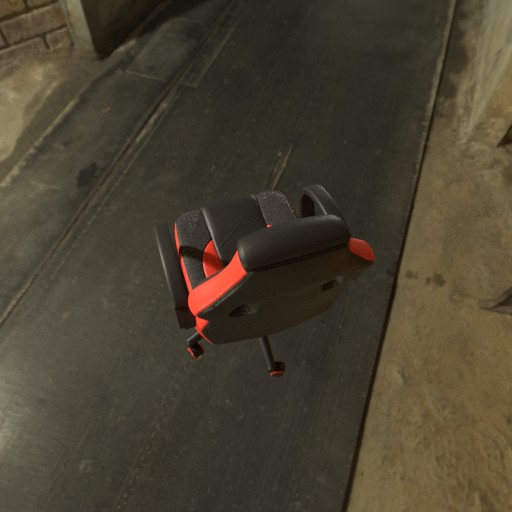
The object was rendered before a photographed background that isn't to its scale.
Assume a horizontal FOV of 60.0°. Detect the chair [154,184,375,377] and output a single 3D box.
[{"bbox_3d":[0.000,0.000,1.412,0.600,1.016,0.642,-16,60,-9],"label":"chair"}]
